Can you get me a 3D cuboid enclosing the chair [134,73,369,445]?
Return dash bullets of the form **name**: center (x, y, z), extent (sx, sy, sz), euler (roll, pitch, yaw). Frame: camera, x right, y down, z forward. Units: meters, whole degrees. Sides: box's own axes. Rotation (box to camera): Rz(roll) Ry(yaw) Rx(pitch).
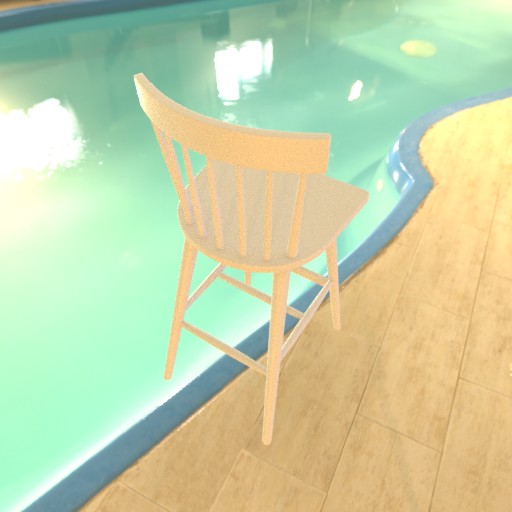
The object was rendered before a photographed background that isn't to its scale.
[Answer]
- **chair**: center (0.000, 0.000, 1.340), extent (0.483, 1.092, 0.572), euler (25, 51, 22)
